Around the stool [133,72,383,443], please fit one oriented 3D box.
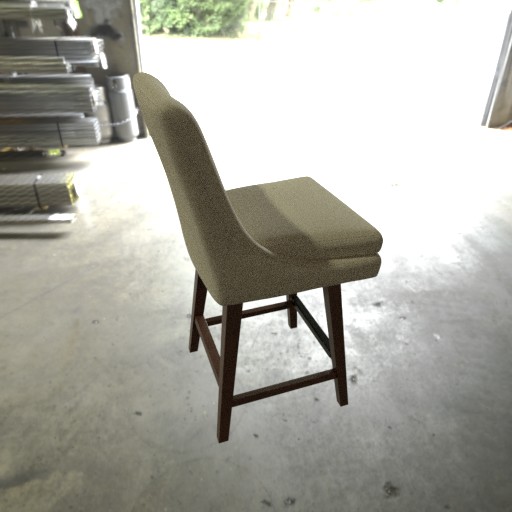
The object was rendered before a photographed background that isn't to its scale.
[{"bbox_3d":[0.000,0.000,1.312,0.559,0.991,0.483,-10,32,-17],"label":"stool"}]
